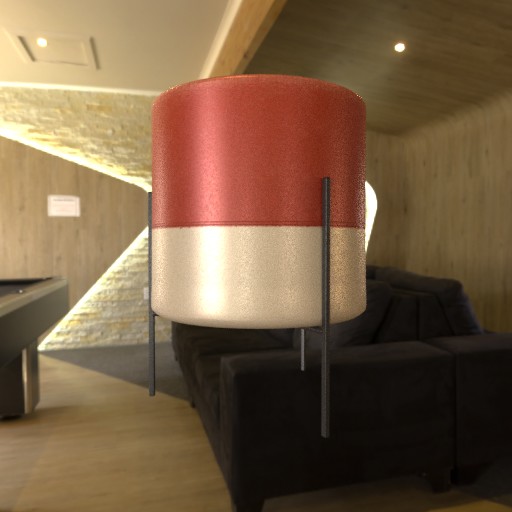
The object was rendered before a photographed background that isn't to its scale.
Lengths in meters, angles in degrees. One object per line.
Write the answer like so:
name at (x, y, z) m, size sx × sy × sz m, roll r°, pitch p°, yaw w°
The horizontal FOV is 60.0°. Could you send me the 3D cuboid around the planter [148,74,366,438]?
planter at (0.000, 0.000, 0.729) m, size 0.354 × 0.465 × 0.345 m, roll 0°, pitch 1°, yaw 1°
